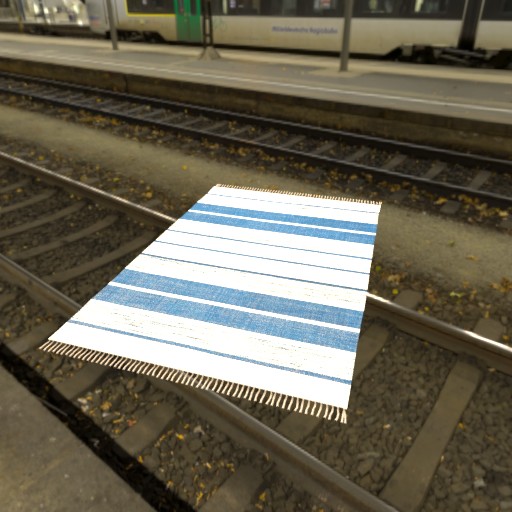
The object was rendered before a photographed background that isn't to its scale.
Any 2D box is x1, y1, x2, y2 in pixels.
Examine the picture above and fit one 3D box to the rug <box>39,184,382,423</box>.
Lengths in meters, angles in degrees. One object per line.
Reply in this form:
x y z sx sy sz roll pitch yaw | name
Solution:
0.000 0.000 3.030 1.532 0.010 2.441 9 31 15 | rug
